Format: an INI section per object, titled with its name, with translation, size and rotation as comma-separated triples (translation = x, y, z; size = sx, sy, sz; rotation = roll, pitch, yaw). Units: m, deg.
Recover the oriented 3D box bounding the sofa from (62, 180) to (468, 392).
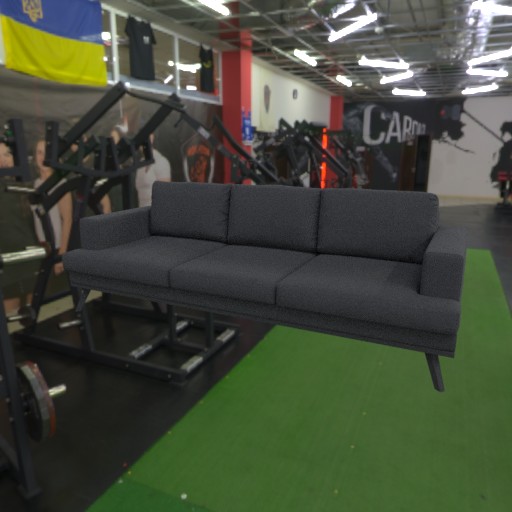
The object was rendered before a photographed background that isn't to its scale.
[sofa]
translation = 0.000, 0.000, 2.693
size = 2.310, 0.810, 0.920
rotation = 7, 16, 25
